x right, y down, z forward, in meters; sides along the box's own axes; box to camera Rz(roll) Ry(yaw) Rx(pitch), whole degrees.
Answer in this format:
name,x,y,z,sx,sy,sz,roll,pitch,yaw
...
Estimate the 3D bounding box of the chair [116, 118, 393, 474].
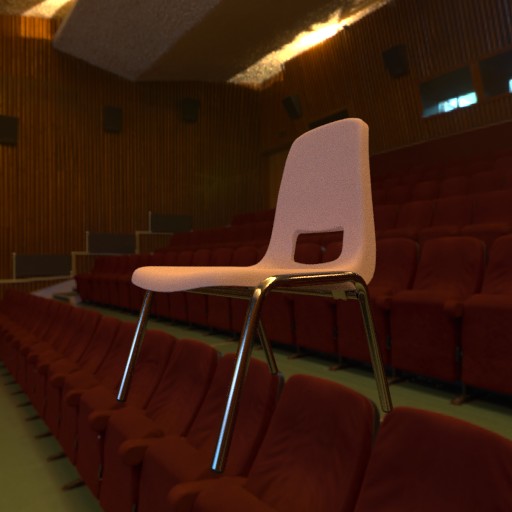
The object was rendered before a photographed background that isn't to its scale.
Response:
name,x,y,z,sx,sy,sz,roll,pitch,yaw
chair,0.000,0.000,0.789,0.385,0.537,0.354,0,-1,-37
